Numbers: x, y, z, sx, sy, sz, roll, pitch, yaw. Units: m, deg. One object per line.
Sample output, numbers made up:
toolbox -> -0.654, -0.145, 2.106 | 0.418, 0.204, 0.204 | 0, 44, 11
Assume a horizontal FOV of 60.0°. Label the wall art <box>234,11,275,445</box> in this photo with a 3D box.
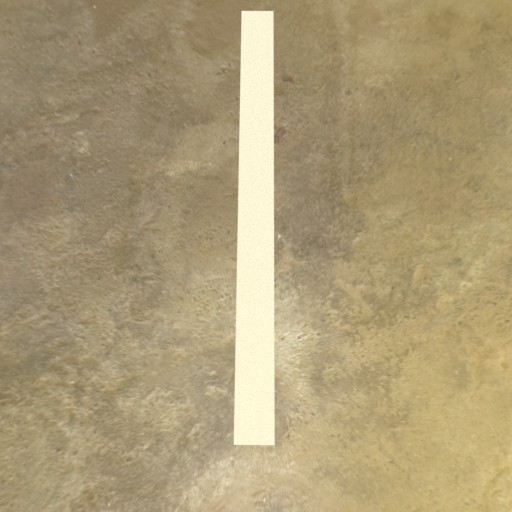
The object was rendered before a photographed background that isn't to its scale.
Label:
wall art -> 0.000, 0.000, 0.743 | 0.040, 0.509, 0.509 | 0, 76, 0
